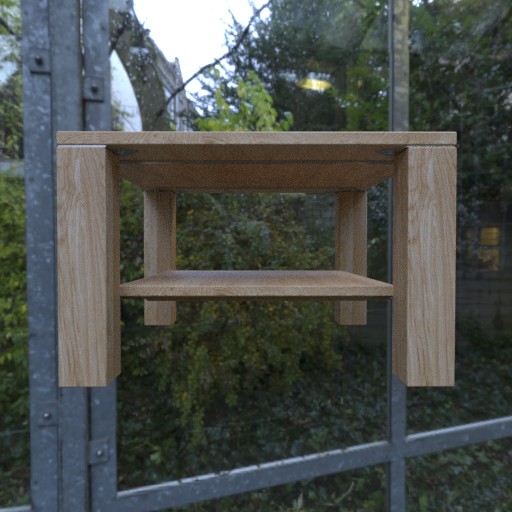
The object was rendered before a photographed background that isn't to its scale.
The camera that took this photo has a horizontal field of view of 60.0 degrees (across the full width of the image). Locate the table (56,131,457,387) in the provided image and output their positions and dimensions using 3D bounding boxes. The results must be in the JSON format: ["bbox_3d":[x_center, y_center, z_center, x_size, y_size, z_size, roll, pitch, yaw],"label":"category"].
[{"bbox_3d":[0.000,0.000,1.128,0.700,0.450,0.700,0,1,0],"label":"table"}]
